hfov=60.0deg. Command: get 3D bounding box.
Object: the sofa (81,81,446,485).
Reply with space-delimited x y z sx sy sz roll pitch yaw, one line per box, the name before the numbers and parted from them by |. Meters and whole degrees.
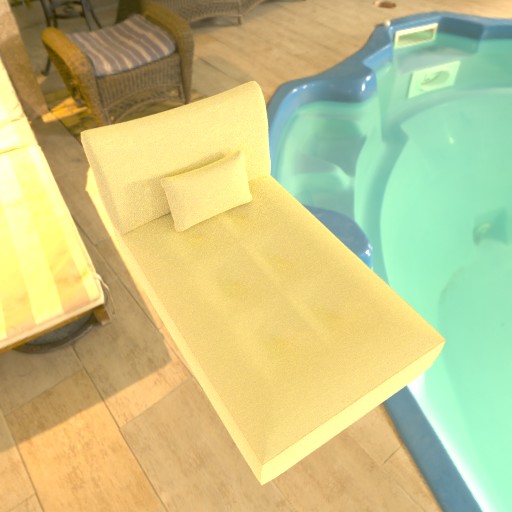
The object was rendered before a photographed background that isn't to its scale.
sofa | 0.000 0.000 1.963 0.930 0.820 1.450 -26 53 -21
